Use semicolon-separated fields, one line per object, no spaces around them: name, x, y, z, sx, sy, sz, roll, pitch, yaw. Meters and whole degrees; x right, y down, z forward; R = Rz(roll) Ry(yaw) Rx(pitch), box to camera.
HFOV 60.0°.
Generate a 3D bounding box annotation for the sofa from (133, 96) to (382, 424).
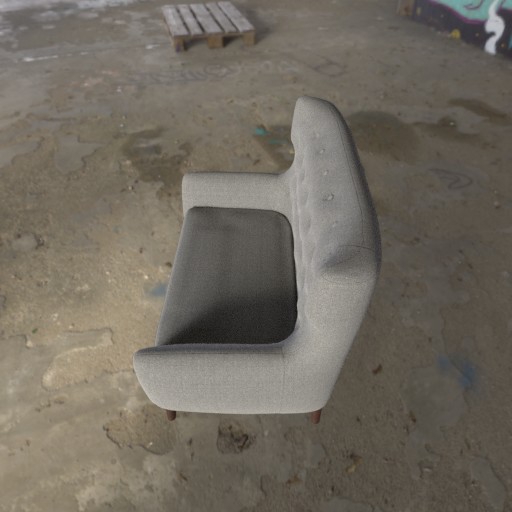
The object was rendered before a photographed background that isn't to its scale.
sofa;0.000;0.000;2.092;0.884;1.028;1.386;1;41;1
